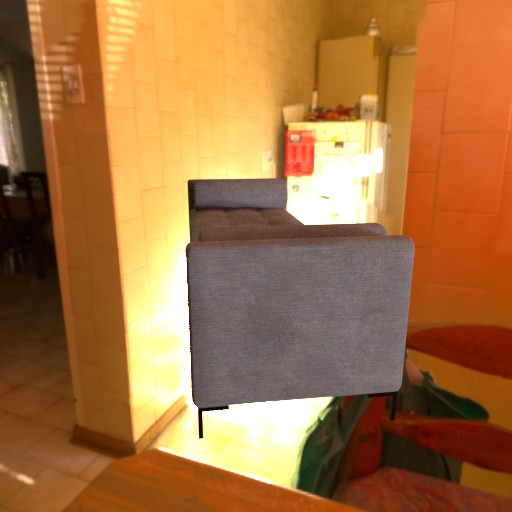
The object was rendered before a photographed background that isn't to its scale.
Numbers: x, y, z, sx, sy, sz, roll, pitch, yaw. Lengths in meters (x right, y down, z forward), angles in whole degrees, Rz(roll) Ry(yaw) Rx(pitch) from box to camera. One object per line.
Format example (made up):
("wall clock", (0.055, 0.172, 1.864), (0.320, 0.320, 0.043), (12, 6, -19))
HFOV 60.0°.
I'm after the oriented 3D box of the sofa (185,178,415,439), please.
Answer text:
("sofa", (0.000, 0.000, 2.294), (0.686, 0.635, 1.981), (-2, 15, -8))
